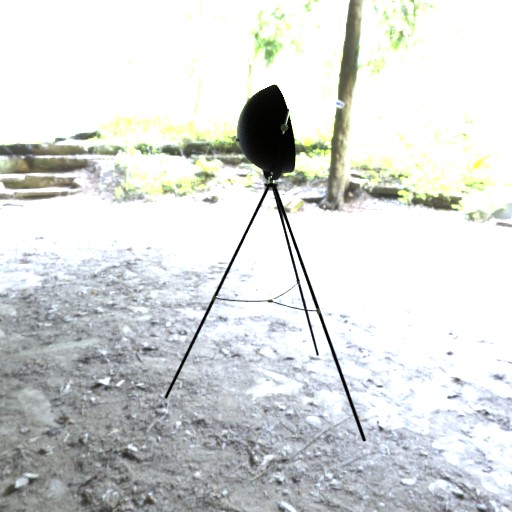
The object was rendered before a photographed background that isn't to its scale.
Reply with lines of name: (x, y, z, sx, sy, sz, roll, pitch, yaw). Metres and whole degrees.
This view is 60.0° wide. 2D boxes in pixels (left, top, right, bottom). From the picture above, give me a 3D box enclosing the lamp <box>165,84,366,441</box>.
lamp: (0.000, 0.000, 2.069, 0.920, 1.512, 0.817, -3, 15, -9)
